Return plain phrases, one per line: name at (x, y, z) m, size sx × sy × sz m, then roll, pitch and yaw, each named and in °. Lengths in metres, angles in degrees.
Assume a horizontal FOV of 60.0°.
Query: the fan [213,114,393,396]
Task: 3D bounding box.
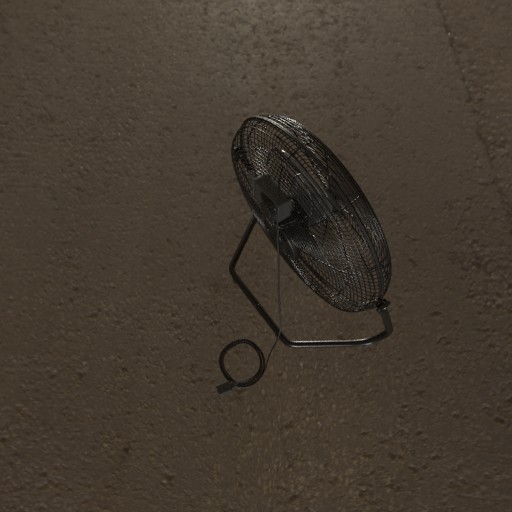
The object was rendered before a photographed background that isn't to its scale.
fan at (0.000, 0.000, 1.046) m, size 0.470 × 0.605 × 0.595 m, roll -31°, pitch 64°, yaw -17°
